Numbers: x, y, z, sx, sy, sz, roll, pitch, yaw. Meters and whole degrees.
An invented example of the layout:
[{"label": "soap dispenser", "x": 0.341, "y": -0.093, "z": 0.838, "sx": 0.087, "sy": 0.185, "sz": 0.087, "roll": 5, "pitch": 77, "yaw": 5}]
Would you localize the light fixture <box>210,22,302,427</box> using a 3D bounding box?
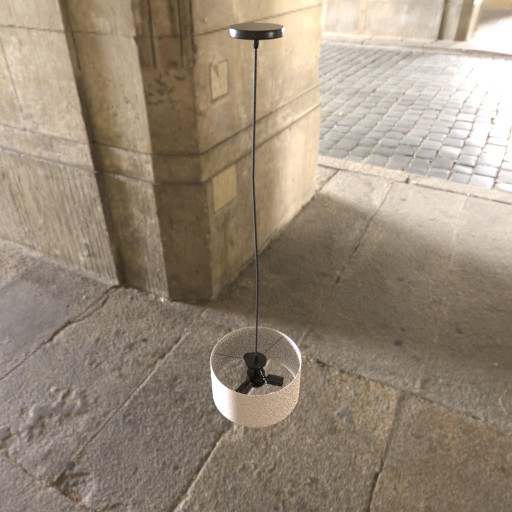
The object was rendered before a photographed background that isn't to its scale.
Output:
[{"label": "light fixture", "x": 0.000, "y": 0.000, "z": 1.635, "sx": 0.399, "sy": 1.516, "sz": 0.399, "roll": 0, "pitch": 35, "yaw": 0}]
